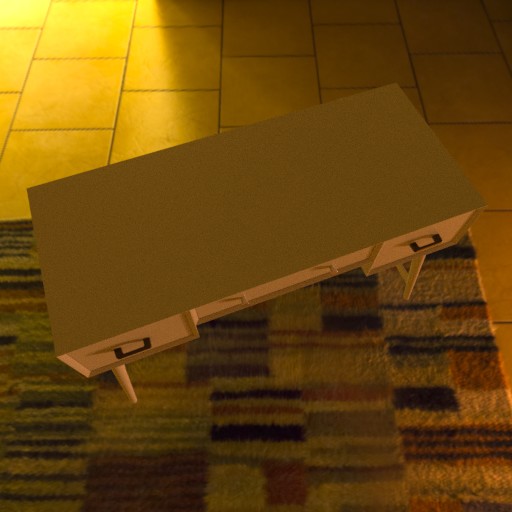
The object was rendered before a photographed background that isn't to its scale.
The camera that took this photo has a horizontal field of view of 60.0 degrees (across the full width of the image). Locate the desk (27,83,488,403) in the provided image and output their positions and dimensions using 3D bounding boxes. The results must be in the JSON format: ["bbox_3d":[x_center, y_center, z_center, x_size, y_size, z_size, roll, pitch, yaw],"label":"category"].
[{"bbox_3d":[0.000,0.000,1.707,1.313,0.762,0.589,-19,64,-10],"label":"desk"}]
